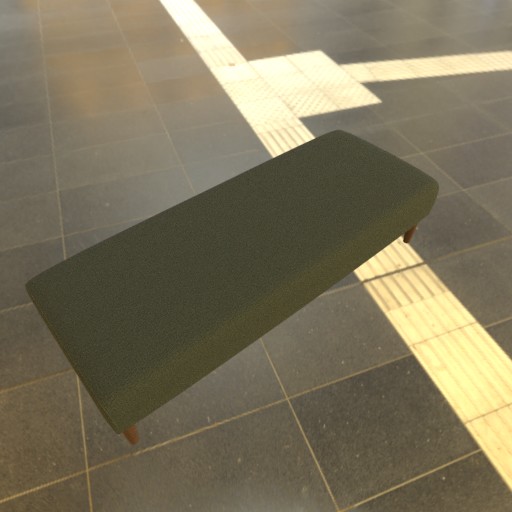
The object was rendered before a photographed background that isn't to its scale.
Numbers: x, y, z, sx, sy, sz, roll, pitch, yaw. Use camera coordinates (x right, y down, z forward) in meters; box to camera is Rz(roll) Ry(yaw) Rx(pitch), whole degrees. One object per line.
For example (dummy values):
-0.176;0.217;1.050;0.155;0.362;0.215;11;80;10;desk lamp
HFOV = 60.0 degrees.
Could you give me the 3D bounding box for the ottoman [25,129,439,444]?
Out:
0.000;0.000;1.843;1.609;0.393;0.646;-31;53;-27;ottoman
